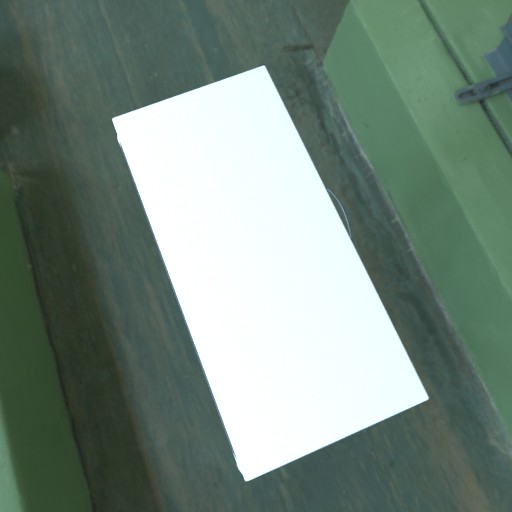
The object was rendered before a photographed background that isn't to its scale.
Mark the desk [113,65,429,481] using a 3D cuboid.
[{"bbox_3d":[0.000,0.000,2.276,0.900,0.526,1.900,-22,75,-6],"label":"desk"}]
